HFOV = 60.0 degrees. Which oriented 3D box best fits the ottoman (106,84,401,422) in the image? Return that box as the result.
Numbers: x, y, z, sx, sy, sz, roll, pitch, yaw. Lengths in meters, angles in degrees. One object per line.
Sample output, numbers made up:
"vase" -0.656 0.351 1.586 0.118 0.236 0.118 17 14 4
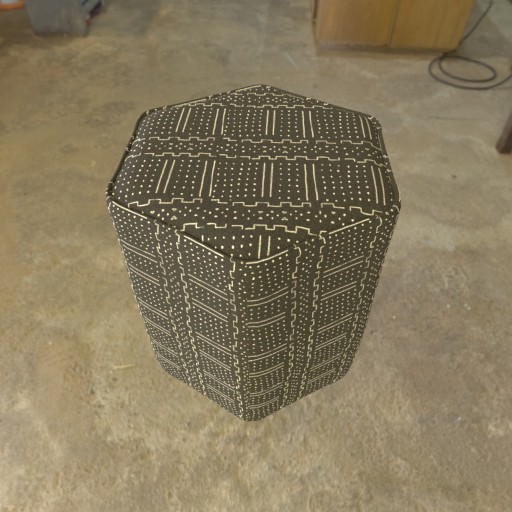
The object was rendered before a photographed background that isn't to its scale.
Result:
"ottoman" 0.000 0.000 0.889 0.443 0.502 0.494 2 46 2
